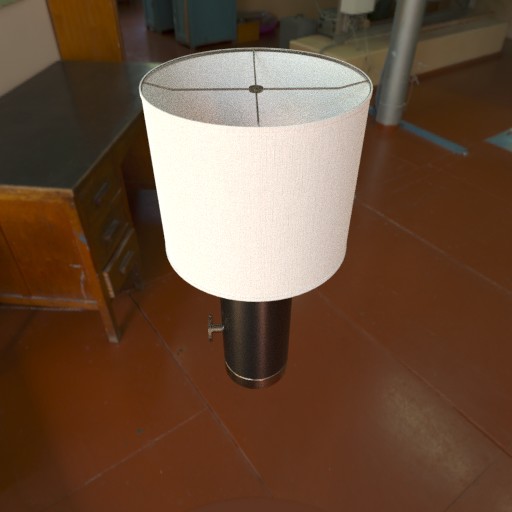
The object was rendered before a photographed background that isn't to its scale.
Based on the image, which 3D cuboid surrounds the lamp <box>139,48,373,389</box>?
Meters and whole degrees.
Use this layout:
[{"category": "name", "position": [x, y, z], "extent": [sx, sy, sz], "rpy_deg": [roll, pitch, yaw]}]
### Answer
[{"category": "lamp", "position": [0.000, 0.000, 0.619], "extent": [0.240, 0.482, 0.241], "rpy_deg": [-1, 40, -1]}]
